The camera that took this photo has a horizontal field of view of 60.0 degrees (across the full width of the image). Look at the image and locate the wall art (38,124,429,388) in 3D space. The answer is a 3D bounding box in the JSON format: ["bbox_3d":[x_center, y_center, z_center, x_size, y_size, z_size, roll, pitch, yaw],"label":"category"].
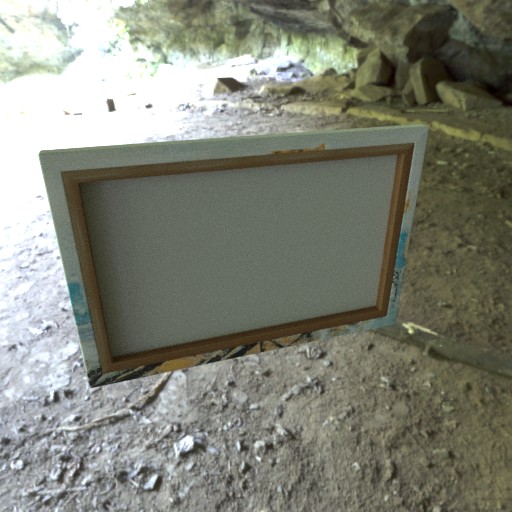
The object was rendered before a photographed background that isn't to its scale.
[{"bbox_3d":[0.000,0.000,1.148,0.913,0.609,0.038,-8,28,-16],"label":"wall art"}]
